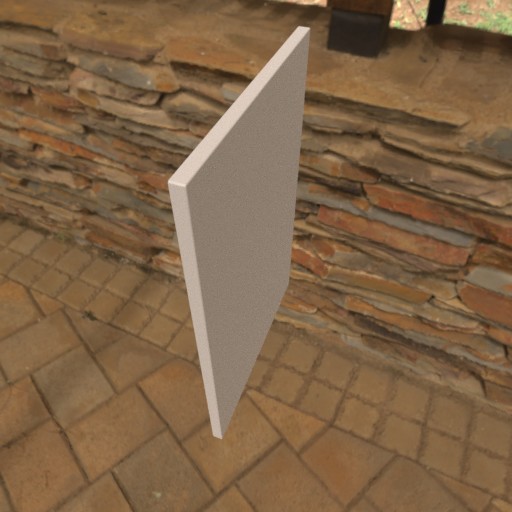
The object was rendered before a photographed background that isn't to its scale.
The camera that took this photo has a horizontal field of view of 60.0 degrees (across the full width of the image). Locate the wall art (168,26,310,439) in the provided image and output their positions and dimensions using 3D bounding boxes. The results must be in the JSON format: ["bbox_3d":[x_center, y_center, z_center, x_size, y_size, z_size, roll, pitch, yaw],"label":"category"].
[{"bbox_3d":[0.000,0.000,1.022,0.026,0.813,0.556,16,49,14],"label":"wall art"}]
